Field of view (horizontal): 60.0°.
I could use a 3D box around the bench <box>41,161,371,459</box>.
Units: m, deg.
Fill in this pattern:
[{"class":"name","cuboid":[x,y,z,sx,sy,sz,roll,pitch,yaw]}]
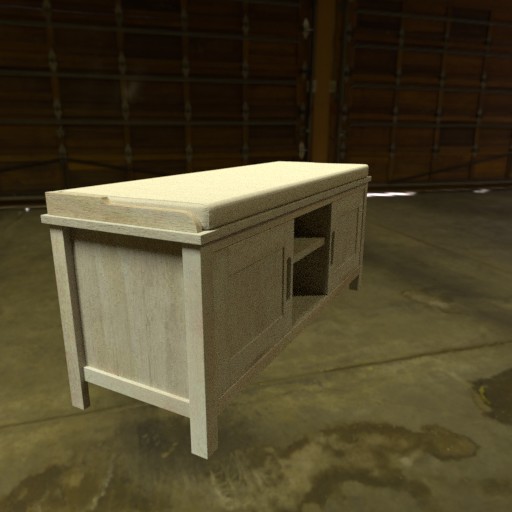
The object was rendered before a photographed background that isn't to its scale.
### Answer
[{"class":"bench","cuboid":[0.000,0.000,1.361,0.398,0.501,1.140,8,18,27]}]
